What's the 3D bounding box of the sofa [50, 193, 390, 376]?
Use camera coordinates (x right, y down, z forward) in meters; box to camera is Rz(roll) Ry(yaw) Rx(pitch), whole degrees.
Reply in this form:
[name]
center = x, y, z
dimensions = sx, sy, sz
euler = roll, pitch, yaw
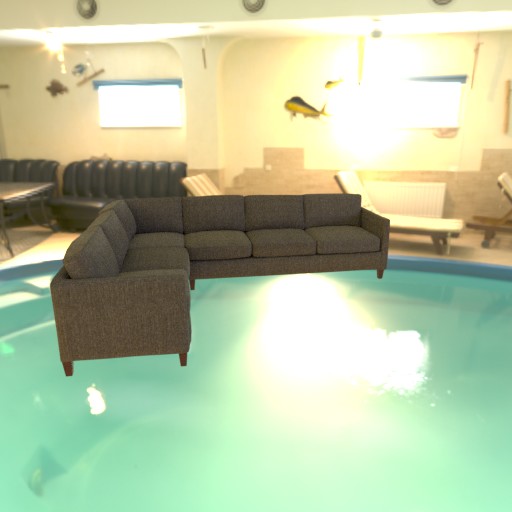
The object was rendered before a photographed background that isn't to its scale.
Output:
[sofa]
center = 0.000, 0.000, 4.518
dimensions = 3.302, 0.947, 2.593
euler = -3, 17, -9
